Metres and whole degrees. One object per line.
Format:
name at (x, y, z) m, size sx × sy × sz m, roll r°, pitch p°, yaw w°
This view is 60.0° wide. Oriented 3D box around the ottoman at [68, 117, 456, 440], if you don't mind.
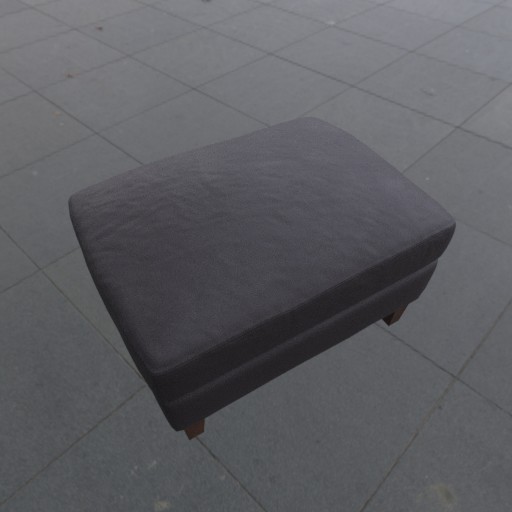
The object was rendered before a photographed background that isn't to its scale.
ottoman at (0.000, 0.000, 1.307) m, size 0.887 × 0.529 × 0.659 m, roll -24°, pitch 51°, yaw -21°
